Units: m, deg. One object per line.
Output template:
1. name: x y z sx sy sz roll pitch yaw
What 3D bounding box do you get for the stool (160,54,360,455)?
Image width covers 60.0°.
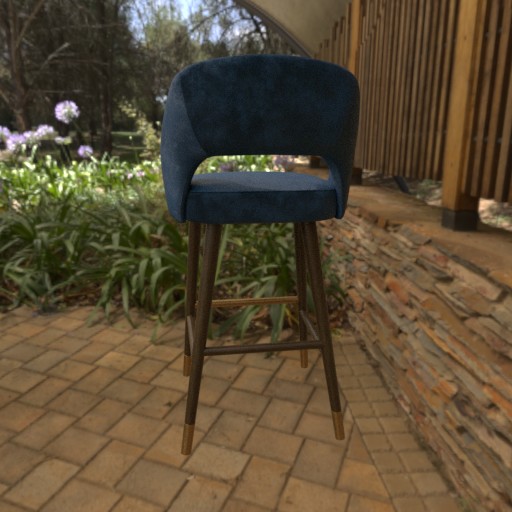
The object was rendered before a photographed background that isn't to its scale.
1. stool: 0.000 0.000 1.304 0.514 1.016 0.515 -2 15 -8
